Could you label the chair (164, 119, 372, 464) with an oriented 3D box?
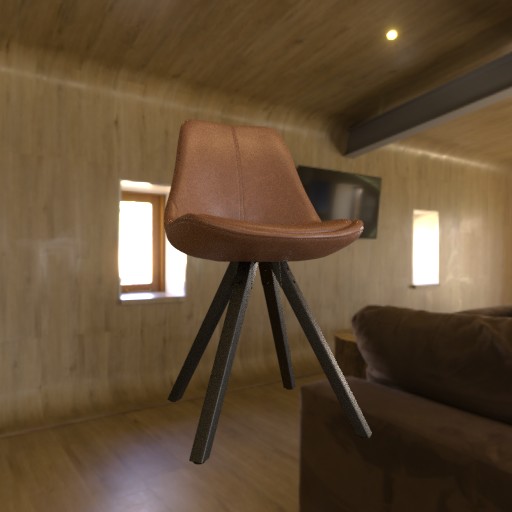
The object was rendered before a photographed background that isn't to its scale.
[{"bbox_3d":[0.000,0.000,1.177,0.475,0.850,0.550,0,0,-19],"label":"chair"}]
